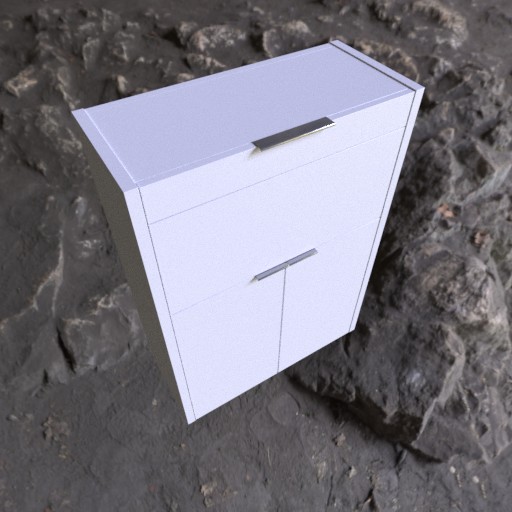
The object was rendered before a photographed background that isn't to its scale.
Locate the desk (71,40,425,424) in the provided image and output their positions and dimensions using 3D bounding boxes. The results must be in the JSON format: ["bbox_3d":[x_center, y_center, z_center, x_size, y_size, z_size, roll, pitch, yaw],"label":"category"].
[{"bbox_3d":[0.000,0.000,1.587,0.850,1.190,0.390,-24,52,-21],"label":"desk"}]
